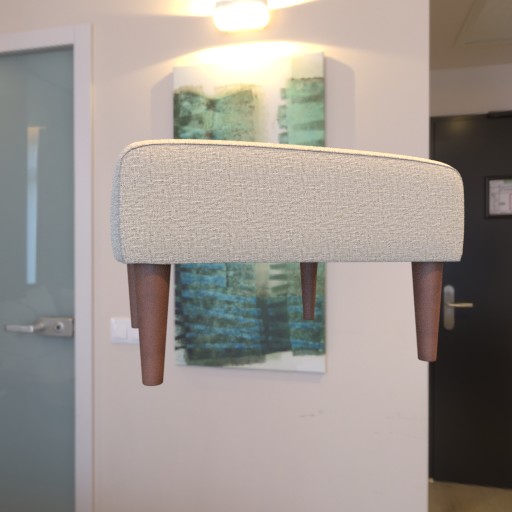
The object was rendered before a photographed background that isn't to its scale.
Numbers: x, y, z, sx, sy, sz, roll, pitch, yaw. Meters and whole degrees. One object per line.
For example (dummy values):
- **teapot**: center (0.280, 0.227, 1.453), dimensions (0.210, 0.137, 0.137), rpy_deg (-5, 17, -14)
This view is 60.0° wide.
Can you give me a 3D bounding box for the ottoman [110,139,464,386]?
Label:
- **ottoman**: center (0.000, 0.000, 1.039), dimensions (0.649, 0.398, 0.650), rpy_deg (0, 0, -17)
